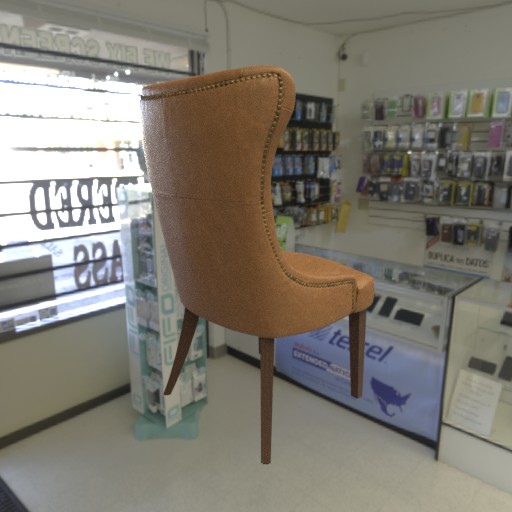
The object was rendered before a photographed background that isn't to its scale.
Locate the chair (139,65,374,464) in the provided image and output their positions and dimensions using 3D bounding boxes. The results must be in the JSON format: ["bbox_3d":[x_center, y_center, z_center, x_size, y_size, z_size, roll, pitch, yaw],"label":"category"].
[{"bbox_3d":[0.000,0.000,1.474,0.669,1.065,0.611,-12,18,-43],"label":"chair"}]
